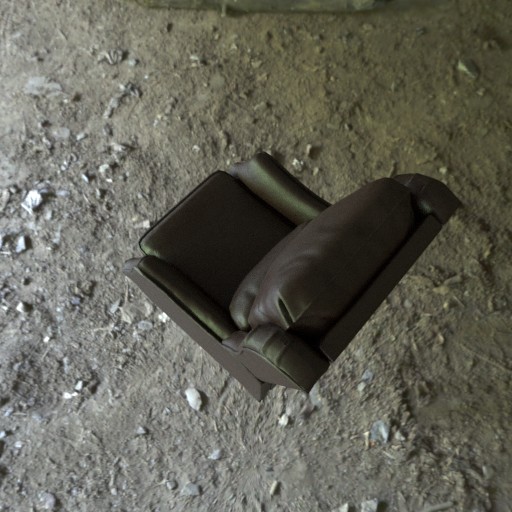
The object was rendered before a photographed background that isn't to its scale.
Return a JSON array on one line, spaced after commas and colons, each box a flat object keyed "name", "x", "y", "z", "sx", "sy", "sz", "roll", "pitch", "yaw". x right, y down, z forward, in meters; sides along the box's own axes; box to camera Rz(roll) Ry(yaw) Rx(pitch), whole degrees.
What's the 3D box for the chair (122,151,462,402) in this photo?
[{"name": "chair", "x": 0.000, "y": 0.000, "z": 1.762, "sx": 0.982, "sy": 1.132, "sz": 0.770, "roll": 39, "pitch": 71, "yaw": 16}]
